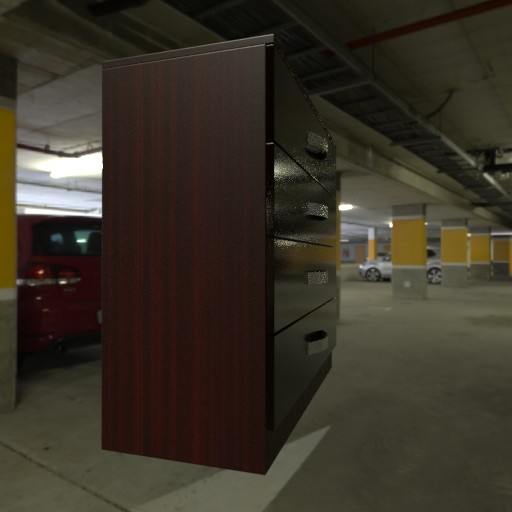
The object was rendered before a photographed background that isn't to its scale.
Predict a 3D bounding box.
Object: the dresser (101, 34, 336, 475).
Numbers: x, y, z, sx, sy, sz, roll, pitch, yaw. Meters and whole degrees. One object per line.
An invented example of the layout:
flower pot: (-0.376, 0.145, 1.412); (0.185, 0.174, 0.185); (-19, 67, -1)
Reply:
dresser: (0.000, 0.000, 1.123); (0.360, 0.720, 0.750); (0, 0, 18)
